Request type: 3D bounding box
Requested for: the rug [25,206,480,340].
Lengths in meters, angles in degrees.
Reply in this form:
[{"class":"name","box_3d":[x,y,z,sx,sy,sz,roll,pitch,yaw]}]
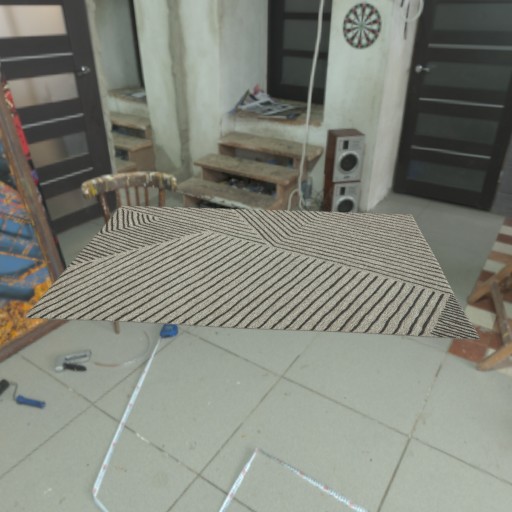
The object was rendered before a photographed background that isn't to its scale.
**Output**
[{"class":"rug","box_3d":[0.000,0.000,2.989,2.406,0.023,1.539,2,30,4]}]
